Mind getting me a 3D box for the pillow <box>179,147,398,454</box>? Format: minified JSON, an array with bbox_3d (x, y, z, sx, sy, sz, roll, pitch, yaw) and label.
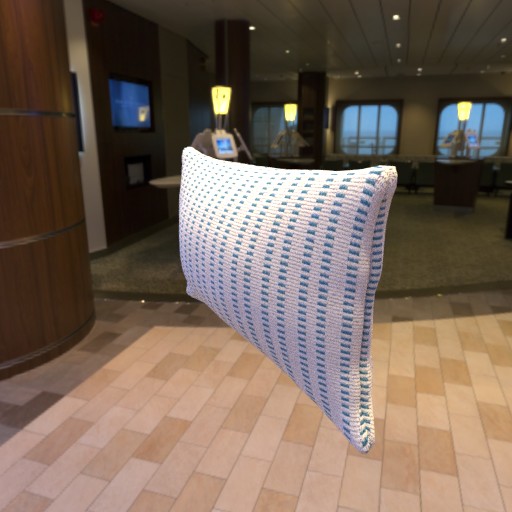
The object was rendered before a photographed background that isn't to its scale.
[{"bbox_3d":[0.000,0.000,0.777,0.210,0.353,0.640,-8,18,-27],"label":"pillow"}]
